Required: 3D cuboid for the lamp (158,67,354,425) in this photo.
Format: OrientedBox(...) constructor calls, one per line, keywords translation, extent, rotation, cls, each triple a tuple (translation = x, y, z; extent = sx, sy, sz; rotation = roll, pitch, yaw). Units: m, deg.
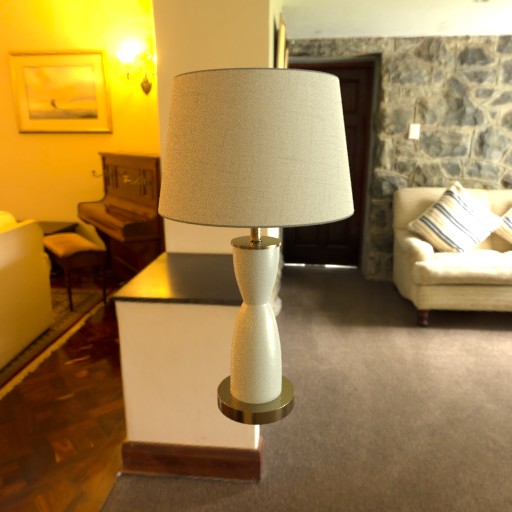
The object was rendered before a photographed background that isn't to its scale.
OrientedBox(translation=(0.000, 0.000, 0.734), extent=(0.309, 0.545, 0.309), rotation=(0, 15, 0), cls="lamp")
